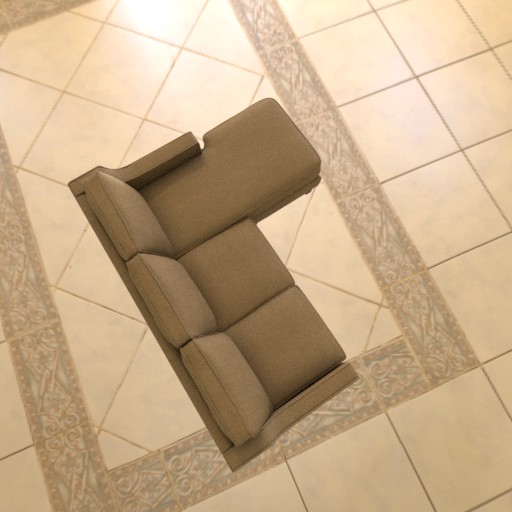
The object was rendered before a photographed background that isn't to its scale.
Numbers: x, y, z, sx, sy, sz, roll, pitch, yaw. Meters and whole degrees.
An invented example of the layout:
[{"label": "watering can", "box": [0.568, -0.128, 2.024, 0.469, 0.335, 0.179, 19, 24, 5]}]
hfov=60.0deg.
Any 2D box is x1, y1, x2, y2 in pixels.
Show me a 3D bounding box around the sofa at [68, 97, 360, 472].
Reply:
[{"label": "sofa", "box": [0.000, 0.000, 3.436, 1.858, 1.081, 2.317, -32, 77, -9]}]
